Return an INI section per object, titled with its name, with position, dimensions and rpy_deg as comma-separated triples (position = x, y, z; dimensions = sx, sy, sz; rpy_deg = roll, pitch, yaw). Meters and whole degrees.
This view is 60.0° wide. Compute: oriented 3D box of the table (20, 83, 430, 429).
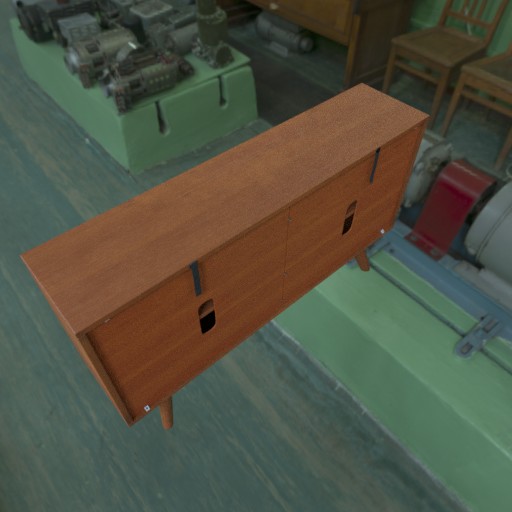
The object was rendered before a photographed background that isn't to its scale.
[table]
position = 0.000, 0.000, 1.484
dimensions = 1.220, 0.698, 0.308
rpy_deg = -33, 57, -26
